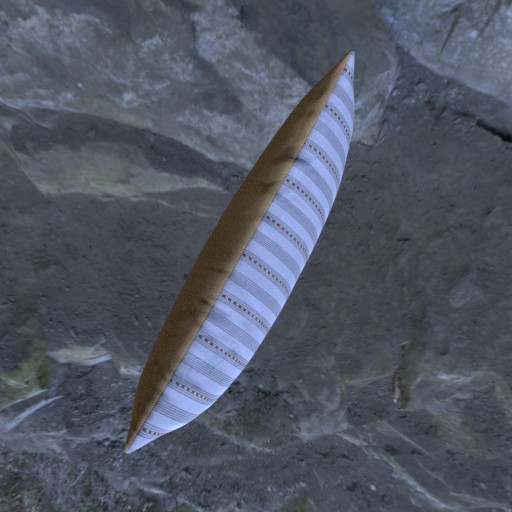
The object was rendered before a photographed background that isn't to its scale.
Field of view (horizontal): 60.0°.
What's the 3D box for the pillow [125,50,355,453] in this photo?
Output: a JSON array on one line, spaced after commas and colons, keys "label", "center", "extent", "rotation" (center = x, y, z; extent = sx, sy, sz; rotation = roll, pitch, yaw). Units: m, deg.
[{"label": "pillow", "center": [0.000, 0.000, 0.707], "extent": [0.151, 0.291, 0.608], "rotation": [28, 78, 6]}]
